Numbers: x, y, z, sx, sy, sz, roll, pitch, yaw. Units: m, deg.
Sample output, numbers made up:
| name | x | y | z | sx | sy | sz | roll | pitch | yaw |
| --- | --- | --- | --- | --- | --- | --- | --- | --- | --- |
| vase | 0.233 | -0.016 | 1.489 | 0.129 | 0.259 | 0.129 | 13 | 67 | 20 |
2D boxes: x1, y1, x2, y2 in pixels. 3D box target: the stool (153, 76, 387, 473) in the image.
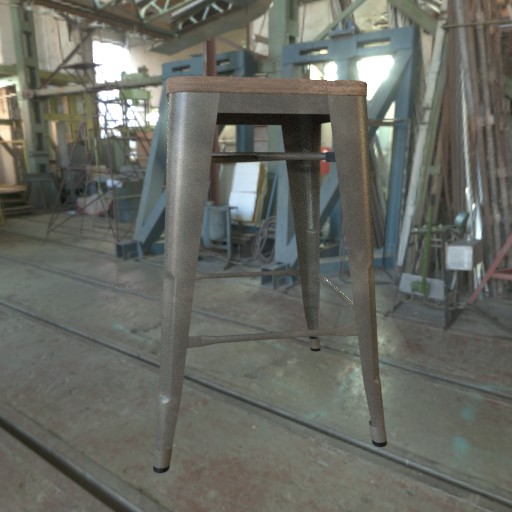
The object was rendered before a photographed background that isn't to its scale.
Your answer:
| name | x | y | z | sx | sy | sz | roll | pitch | yaw |
| --- | --- | --- | --- | --- | --- | --- | --- | --- | --- |
| stool | 0.000 | 0.000 | 0.869 | 0.407 | 0.607 | 0.407 | -2 | 14 | -10 |
